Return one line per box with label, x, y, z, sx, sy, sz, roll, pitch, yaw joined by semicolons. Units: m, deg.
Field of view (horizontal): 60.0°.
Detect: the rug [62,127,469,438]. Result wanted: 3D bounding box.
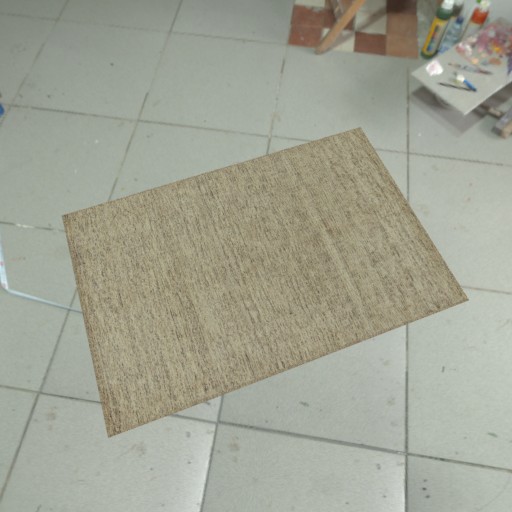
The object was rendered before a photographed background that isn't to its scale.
rug;0.000;0.000;2.323;1.822;0.018;1.211;-18;65;-9
